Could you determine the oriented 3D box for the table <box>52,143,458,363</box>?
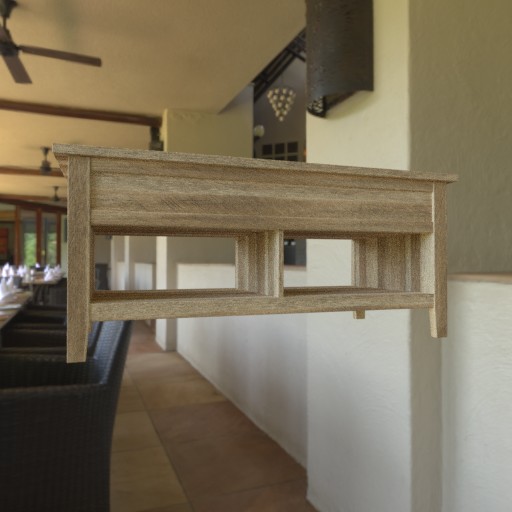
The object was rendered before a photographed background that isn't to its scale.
[{"bbox_3d":[0.000,0.000,1.363,1.095,0.480,0.493,0,-1,-19],"label":"table"}]
